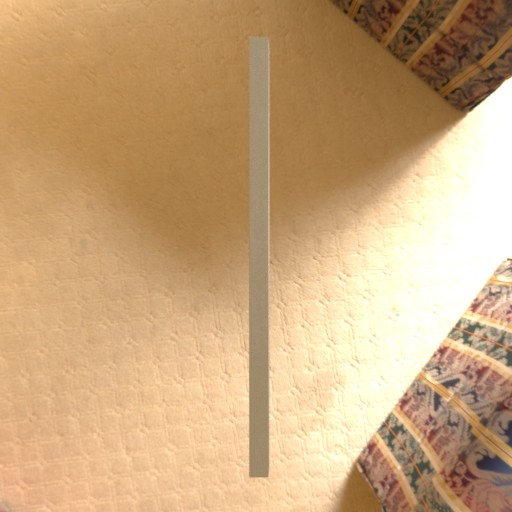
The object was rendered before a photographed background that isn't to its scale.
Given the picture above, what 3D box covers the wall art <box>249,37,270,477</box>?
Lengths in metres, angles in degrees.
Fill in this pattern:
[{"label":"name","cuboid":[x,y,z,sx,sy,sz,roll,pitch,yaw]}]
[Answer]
[{"label":"wall art","cuboid":[0.000,0.000,1.218,0.038,0.807,0.809,0,91,-1]}]
